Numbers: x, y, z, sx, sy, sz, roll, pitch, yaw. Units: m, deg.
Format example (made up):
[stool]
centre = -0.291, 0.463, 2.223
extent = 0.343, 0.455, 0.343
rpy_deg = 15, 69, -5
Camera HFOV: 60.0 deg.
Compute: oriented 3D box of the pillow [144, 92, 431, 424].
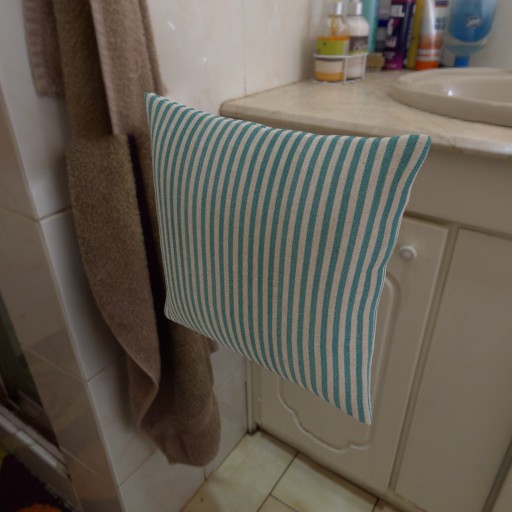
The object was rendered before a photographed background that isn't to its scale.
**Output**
[pillow]
centre = 0.000, 0.000, 0.797
extent = 0.523, 0.510, 0.166
rpy_deg = 20, 36, 31
